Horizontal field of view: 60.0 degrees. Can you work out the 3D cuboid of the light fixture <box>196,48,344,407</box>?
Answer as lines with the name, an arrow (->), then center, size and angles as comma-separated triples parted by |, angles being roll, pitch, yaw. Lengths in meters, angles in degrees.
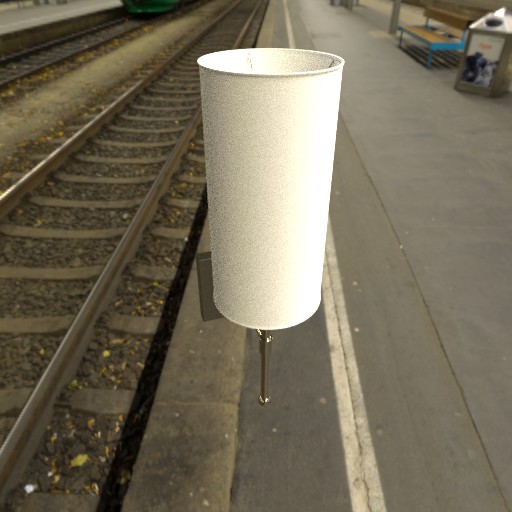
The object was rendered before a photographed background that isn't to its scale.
light fixture -> 0.000, 0.000, 0.548 | 0.128, 0.462, 0.208 | -10, 34, -16
